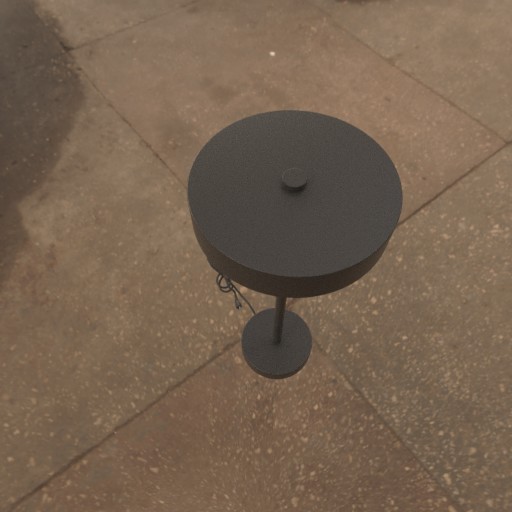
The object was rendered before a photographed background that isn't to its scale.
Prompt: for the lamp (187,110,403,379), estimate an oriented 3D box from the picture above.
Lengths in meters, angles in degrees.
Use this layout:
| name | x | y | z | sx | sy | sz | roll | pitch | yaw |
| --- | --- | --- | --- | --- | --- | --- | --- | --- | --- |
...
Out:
| name | x | y | z | sx | sy | sz | roll | pitch | yaw |
| --- | --- | --- | --- | --- | --- | --- | --- | --- | --- |
| lamp | 0.000 | 0.000 | 0.712 | 0.229 | 0.508 | 0.369 | -31 | 64 | -17 |
